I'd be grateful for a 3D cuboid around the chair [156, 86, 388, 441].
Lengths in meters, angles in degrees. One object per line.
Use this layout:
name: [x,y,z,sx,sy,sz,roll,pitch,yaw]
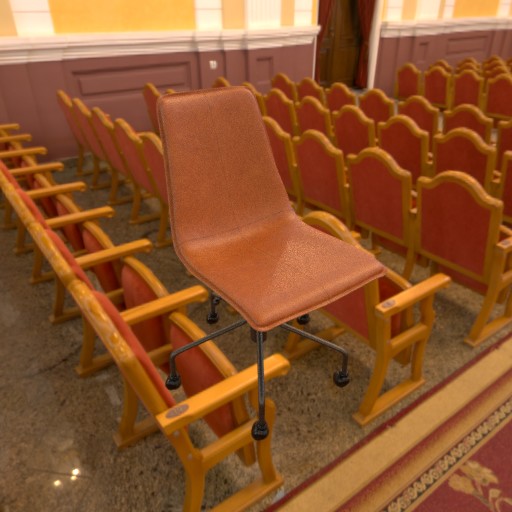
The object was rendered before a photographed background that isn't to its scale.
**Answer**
chair: [0.000,0.000,1.399,0.651,0.920,0.660,-20,36,-30]
